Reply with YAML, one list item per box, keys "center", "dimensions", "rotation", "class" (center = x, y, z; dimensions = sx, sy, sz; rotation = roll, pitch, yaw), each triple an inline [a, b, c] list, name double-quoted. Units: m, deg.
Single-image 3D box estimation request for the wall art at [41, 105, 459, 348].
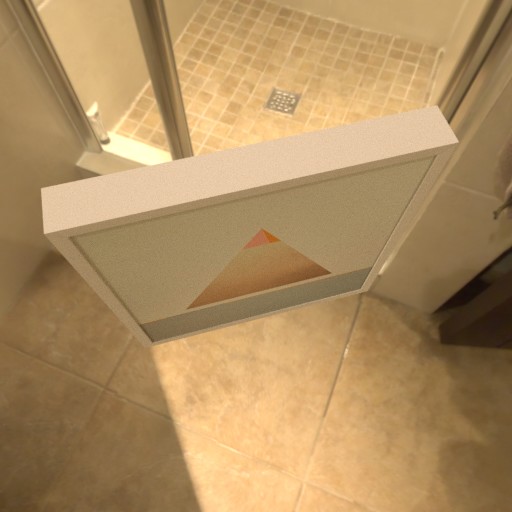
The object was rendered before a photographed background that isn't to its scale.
- center: [0.000, 0.000, 0.460]
  dimensions: [0.305, 0.304, 0.038]
  rotation: [-13, 65, -6]
  class: "wall art"
